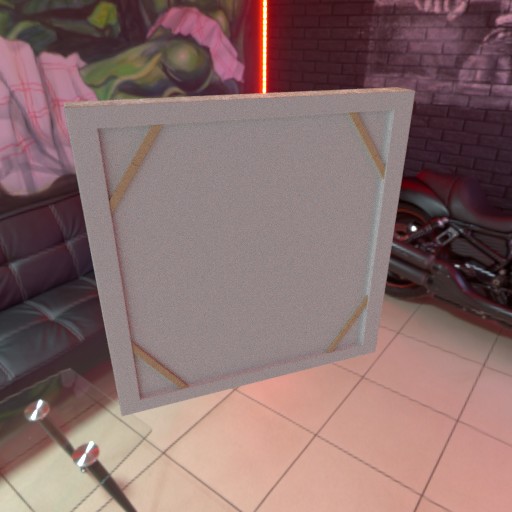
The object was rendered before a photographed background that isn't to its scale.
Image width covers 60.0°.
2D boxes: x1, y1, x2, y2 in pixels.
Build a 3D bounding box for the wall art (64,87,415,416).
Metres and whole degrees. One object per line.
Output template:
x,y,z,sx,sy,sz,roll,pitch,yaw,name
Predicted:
0.000,0.000,0.594,0.405,0.407,0.038,-9,28,-18,wall art
